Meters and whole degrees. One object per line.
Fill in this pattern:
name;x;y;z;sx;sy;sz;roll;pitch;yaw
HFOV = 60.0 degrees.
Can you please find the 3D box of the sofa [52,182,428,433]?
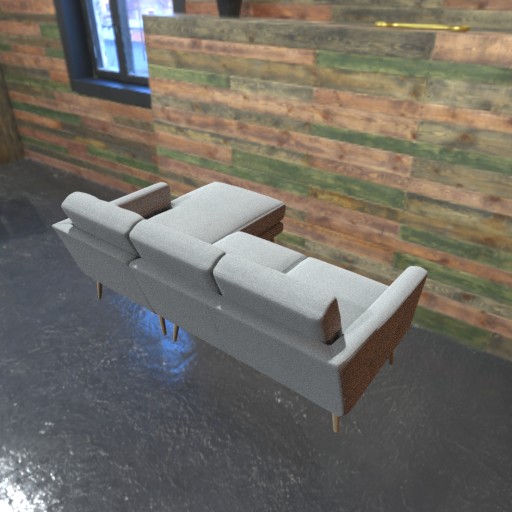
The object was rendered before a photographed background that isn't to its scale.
sofa;0.000;0.000;2.823;2.040;0.860;1.530;21;37;31
